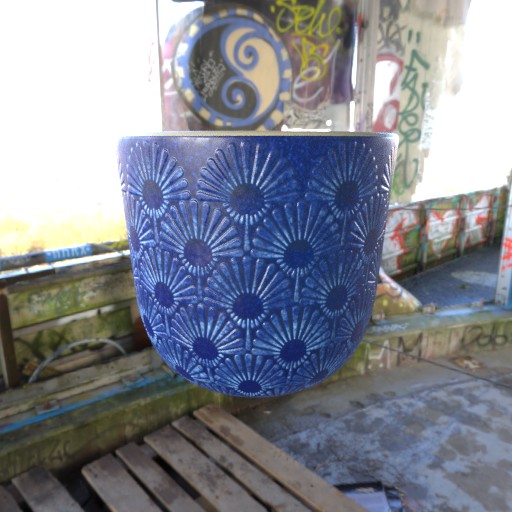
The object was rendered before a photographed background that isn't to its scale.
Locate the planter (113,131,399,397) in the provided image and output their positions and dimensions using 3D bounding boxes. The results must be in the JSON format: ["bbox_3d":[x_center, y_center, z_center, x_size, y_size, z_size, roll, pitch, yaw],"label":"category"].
[{"bbox_3d":[0.000,0.000,0.358,0.206,0.190,0.206,0,14,0],"label":"planter"}]
